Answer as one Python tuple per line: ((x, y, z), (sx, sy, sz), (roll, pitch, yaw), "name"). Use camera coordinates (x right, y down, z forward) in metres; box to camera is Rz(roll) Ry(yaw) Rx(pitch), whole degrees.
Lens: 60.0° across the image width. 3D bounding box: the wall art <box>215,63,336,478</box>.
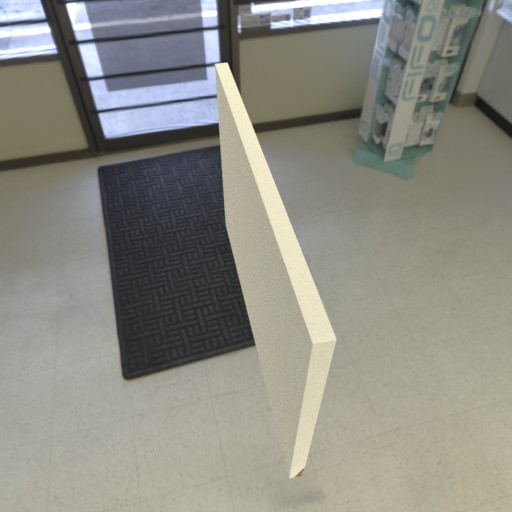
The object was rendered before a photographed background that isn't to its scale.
((0.000, 0.000, 1.132), (0.038, 0.601, 0.898), (-9, 48, -8), "wall art")
